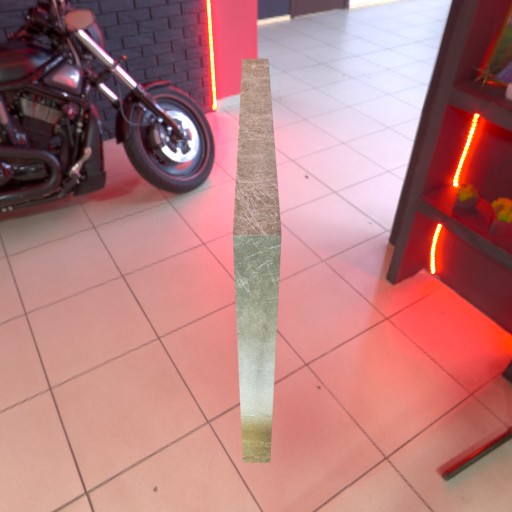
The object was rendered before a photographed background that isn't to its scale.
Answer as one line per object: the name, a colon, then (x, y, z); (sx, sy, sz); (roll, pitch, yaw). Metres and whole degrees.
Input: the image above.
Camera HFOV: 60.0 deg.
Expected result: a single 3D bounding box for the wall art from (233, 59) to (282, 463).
wall art: (0.000, 0.000, 0.630); (0.038, 0.407, 0.405); (0, 42, 0)
